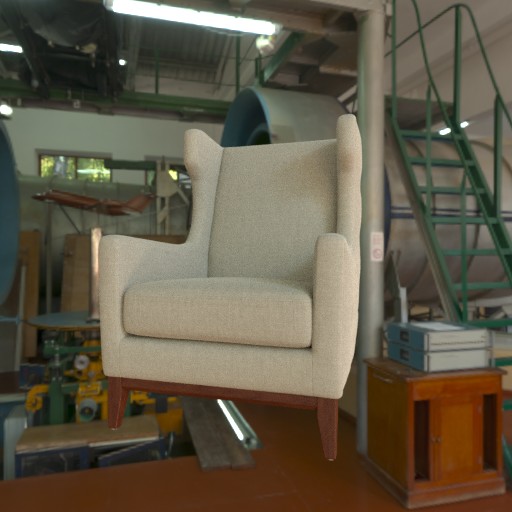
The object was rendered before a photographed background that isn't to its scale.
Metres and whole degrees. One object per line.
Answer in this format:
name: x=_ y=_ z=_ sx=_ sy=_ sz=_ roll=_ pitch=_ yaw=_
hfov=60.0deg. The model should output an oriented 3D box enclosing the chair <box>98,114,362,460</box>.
chair: x=0.000 y=0.000 z=1.660 sx=0.778 sy=1.079 sz=0.899 roll=0 pitch=0 yaw=18
